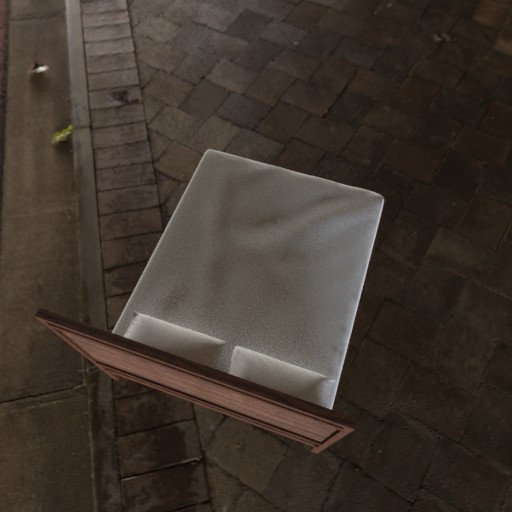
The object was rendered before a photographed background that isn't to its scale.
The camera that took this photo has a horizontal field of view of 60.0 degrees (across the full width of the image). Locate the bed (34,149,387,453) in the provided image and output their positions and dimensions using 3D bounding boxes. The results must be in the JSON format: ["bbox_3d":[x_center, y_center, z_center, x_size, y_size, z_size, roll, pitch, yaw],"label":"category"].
[{"bbox_3d":[0.000,0.000,3.398,1.765,1.487,2.218,17,63,9],"label":"bed"}]
